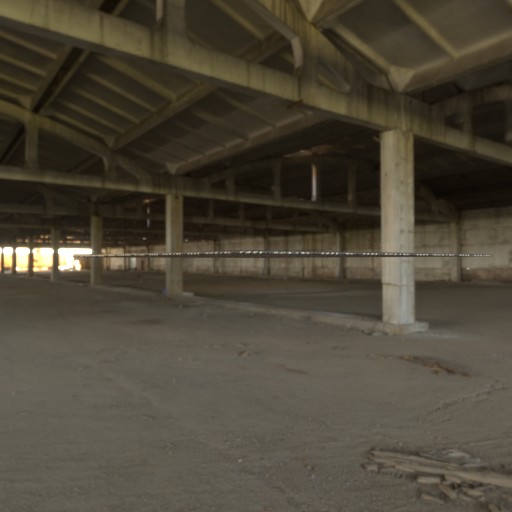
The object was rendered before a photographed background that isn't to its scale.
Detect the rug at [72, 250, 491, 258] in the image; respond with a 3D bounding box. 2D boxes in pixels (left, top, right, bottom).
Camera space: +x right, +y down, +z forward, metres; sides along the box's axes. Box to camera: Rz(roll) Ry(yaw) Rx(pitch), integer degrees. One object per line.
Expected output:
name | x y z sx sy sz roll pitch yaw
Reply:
rug | 0.000 0.000 3.825 2.306 0.017 2.902 0 -1 -37
